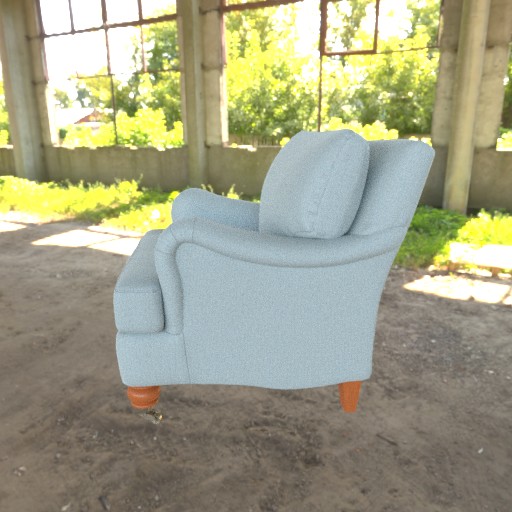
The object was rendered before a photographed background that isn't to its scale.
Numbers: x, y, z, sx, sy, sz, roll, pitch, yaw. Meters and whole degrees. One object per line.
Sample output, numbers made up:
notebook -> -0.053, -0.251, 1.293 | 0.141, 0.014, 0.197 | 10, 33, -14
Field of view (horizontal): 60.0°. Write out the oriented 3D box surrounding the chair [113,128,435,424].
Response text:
chair -> 0.000, 0.000, 1.892 | 1.070, 1.038, 0.955 | -2, 15, -7
